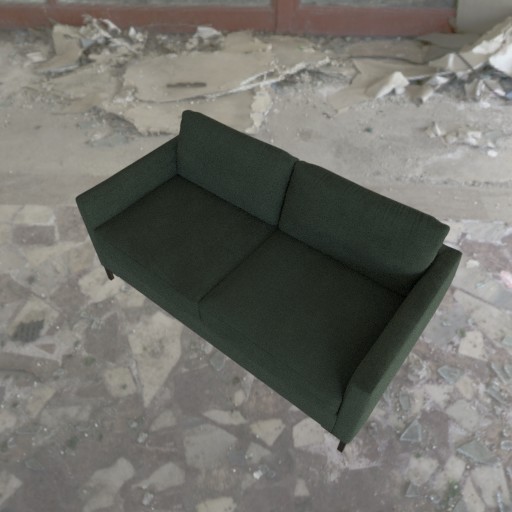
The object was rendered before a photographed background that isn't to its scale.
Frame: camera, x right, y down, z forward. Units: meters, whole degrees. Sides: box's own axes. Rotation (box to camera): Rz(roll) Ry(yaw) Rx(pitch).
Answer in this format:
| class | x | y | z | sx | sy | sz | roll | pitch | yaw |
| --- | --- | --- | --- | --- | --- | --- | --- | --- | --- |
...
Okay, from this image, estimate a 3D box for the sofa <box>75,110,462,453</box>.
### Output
| class | x | y | z | sx | sy | sz | roll | pitch | yaw |
| --- | --- | --- | --- | --- | --- | --- | --- | --- | --- |
| sofa | 0.000 | 0.000 | 2.216 | 1.676 | 0.817 | 0.875 | 30 | 55 | 25 |
